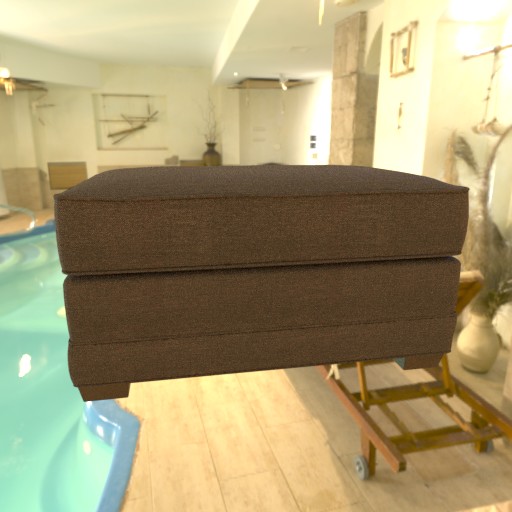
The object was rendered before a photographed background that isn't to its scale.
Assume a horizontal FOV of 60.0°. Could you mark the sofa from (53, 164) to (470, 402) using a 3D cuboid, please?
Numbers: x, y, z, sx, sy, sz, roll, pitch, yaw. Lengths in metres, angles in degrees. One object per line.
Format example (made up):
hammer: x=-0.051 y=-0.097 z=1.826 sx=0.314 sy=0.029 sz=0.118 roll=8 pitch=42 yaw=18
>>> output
sofa: x=0.000 y=0.000 z=1.172 sx=0.854 sy=0.457 sz=0.578 roll=-3 pitch=15 yaw=-10
